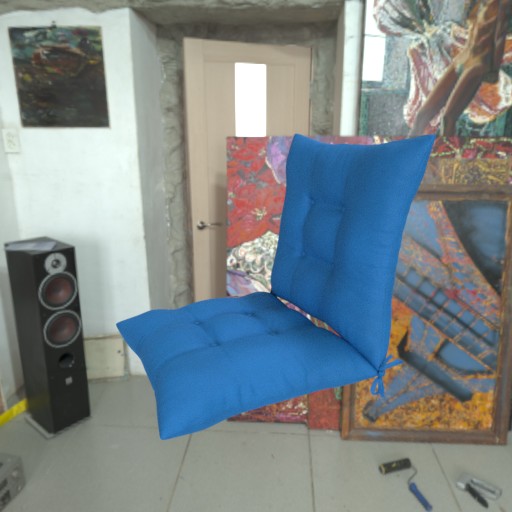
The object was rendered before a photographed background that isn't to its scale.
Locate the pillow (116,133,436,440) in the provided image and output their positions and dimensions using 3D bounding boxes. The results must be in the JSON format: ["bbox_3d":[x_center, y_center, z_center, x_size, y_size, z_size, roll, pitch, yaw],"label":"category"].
[{"bbox_3d":[0.000,0.000,1.006,0.585,0.536,0.541,-7,18,-24],"label":"pillow"}]
